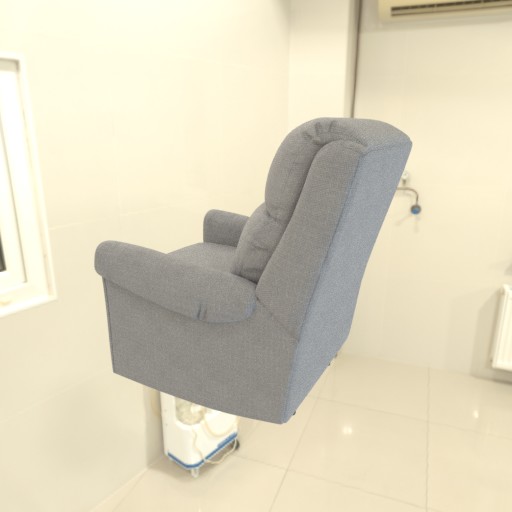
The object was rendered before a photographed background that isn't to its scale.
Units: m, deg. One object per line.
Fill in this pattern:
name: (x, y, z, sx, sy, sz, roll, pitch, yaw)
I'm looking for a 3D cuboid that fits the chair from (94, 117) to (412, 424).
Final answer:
chair: (0.000, 0.000, 1.776, 1.014, 1.054, 0.838, 9, 19, 27)
